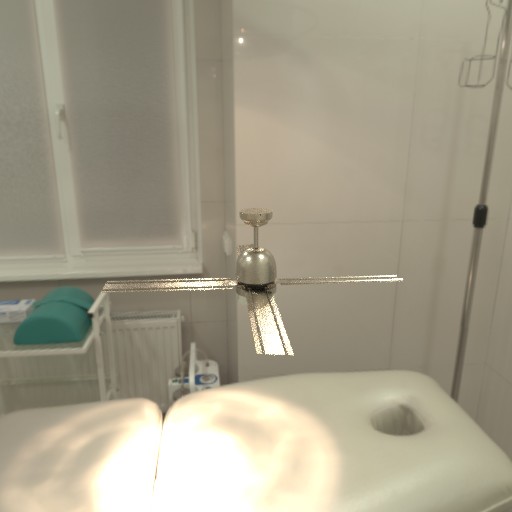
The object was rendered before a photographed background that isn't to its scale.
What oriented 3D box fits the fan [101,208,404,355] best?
[{"bbox_3d":[0.000,0.000,1.977,1.346,0.406,1.346,-2,16,-6],"label":"fan"}]
